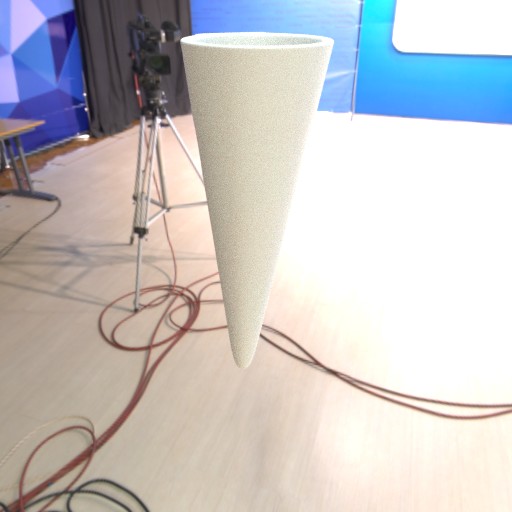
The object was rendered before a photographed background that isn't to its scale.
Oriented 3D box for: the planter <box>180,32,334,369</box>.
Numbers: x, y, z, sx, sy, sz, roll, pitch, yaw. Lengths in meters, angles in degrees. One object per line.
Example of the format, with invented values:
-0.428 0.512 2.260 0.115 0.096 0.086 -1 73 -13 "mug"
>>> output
0.000 0.000 0.219 0.057 0.193 0.064 -11 32 -18 "planter"
